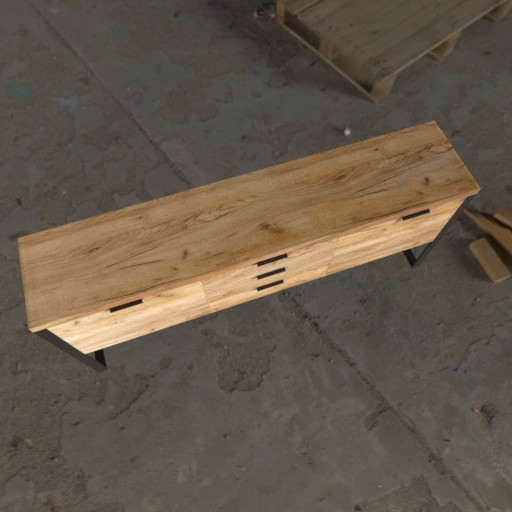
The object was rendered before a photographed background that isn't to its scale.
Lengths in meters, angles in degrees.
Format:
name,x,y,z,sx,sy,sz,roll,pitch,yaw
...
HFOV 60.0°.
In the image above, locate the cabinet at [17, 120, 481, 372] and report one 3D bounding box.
name,x,y,z,sx,sy,sz,roll,pitch,yaw
cabinet,0.000,0.000,2.088,1.800,0.762,0.395,-17,66,-8
